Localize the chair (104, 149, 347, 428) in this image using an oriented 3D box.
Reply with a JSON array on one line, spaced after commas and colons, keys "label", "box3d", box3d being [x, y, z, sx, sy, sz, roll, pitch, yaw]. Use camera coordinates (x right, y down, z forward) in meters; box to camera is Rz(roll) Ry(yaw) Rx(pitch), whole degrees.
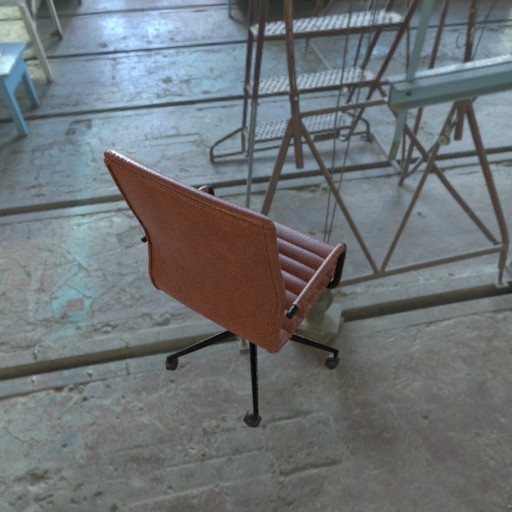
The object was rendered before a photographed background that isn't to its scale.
[{"label": "chair", "box3d": [0.000, 0.000, 1.296, 0.600, 0.878, 0.578, 26, 52, 22]}]
